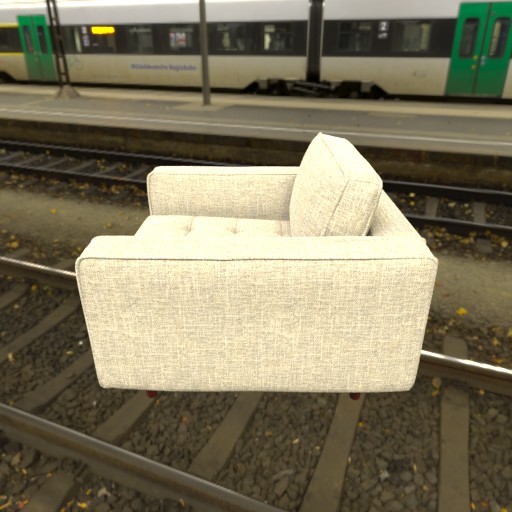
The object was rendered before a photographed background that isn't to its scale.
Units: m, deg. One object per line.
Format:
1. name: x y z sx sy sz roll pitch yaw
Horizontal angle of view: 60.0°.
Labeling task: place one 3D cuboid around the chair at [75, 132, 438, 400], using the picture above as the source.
1. chair: 0.000 0.000 1.551 0.914 0.765 0.889 0 26 1
